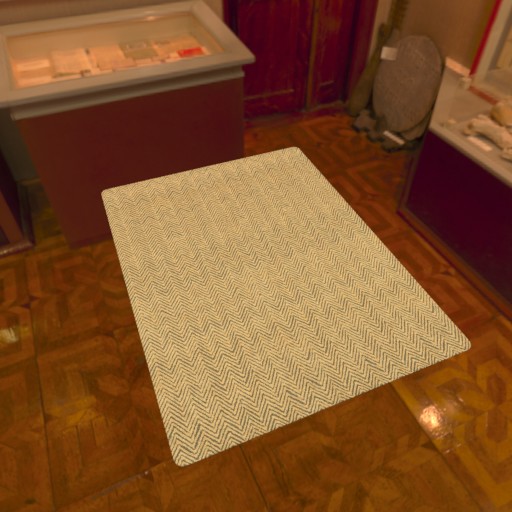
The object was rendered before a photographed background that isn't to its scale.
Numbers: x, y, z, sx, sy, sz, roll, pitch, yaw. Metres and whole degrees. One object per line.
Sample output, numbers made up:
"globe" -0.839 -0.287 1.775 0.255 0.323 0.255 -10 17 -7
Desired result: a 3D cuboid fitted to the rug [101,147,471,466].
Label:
"rug" 0.000 0.000 4.240 2.439 0.014 3.207 -16 48 -16
